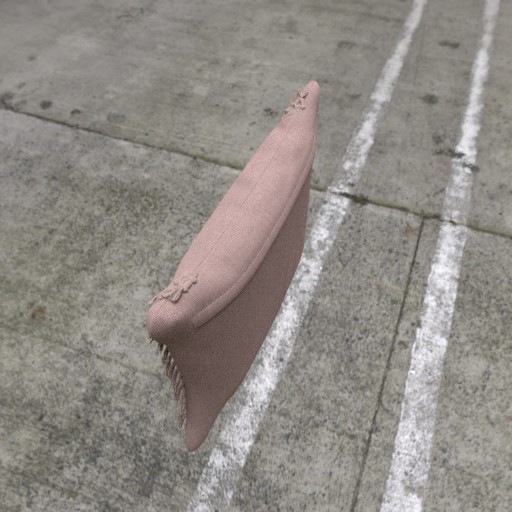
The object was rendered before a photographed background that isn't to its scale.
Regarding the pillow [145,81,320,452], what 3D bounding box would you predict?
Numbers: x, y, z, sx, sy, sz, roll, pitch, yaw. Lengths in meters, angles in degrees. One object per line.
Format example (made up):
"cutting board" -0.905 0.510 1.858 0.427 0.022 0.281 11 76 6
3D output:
"pillow" 0.000 0.000 0.611 0.084 0.305 0.466 16 49 15
